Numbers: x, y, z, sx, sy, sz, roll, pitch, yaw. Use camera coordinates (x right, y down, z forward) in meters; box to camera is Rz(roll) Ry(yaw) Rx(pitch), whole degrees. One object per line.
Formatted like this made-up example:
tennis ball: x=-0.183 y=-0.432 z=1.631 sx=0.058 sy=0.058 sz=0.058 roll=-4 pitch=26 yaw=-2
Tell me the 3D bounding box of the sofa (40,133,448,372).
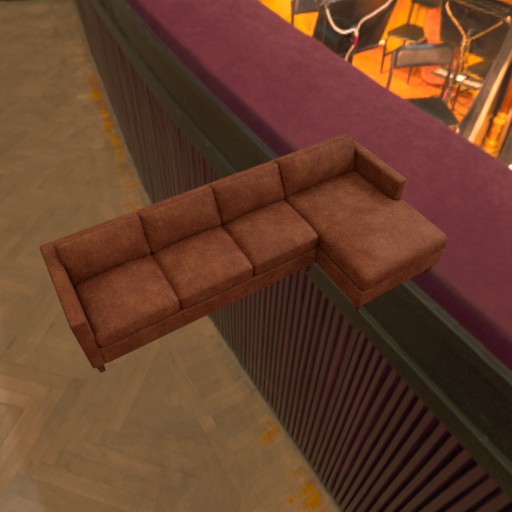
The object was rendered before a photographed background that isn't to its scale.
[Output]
sofa: x=0.000 y=0.000 z=3.947 sx=3.203 sy=0.883 sz=1.581 roll=-24 pitch=52 yaw=-20
